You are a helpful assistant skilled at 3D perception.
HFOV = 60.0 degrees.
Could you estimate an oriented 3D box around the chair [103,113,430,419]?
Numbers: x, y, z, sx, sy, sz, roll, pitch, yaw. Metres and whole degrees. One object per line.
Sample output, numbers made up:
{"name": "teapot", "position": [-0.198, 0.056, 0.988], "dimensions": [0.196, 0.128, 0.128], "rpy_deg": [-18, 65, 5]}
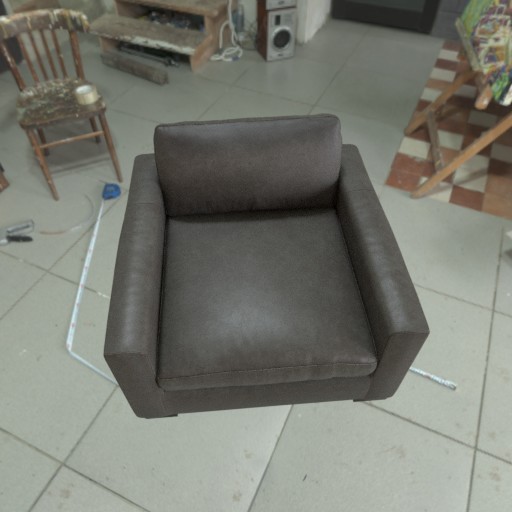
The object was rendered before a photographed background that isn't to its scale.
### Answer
{"name": "chair", "position": [0.000, 0.000, 1.871], "dimensions": [1.106, 0.807, 1.080], "rpy_deg": [-4, 49, -3]}
